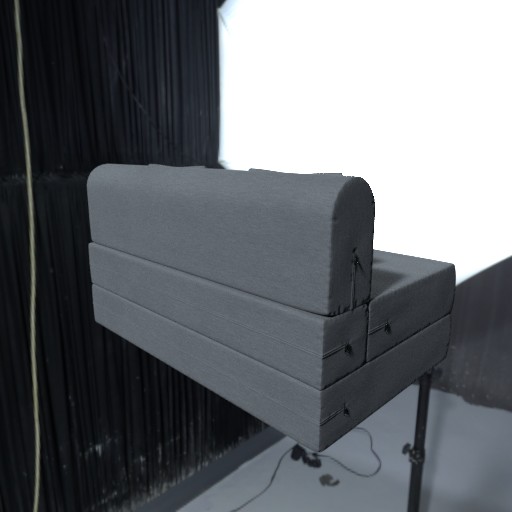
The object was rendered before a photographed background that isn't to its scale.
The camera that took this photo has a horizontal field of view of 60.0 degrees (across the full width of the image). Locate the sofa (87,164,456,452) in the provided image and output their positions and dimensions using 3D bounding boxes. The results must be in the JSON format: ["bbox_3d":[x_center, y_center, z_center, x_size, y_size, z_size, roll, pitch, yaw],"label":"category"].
[{"bbox_3d":[0.000,0.000,1.680,0.762,0.670,1.225,-13,19,-43],"label":"sofa"}]
